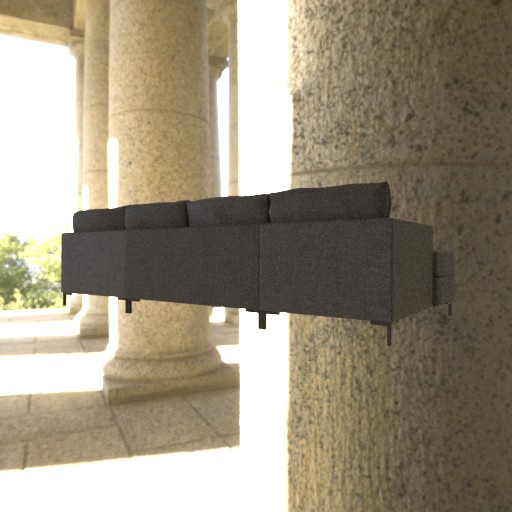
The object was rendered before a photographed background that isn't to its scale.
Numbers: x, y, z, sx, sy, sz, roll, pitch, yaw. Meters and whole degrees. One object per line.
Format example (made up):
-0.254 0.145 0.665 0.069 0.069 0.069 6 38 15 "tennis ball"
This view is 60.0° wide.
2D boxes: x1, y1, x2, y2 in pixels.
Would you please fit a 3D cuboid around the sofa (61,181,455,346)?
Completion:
0.000 0.000 4.302 3.423 0.999 2.048 0 0 35 "sofa"
